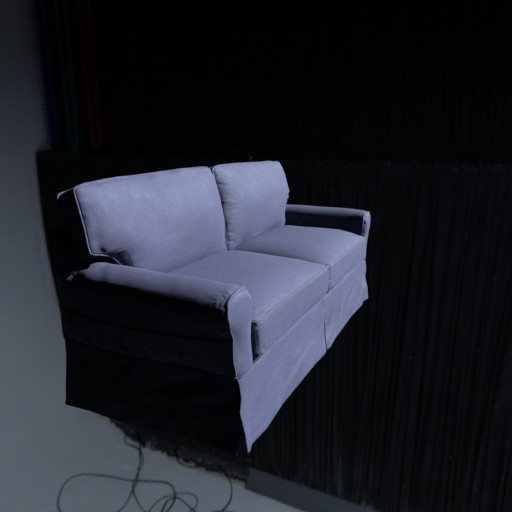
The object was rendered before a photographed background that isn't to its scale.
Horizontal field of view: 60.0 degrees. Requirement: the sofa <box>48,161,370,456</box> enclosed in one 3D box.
[{"bbox_3d":[0.000,0.000,2.770,0.983,1.094,2.256,8,17,26],"label":"sofa"}]
